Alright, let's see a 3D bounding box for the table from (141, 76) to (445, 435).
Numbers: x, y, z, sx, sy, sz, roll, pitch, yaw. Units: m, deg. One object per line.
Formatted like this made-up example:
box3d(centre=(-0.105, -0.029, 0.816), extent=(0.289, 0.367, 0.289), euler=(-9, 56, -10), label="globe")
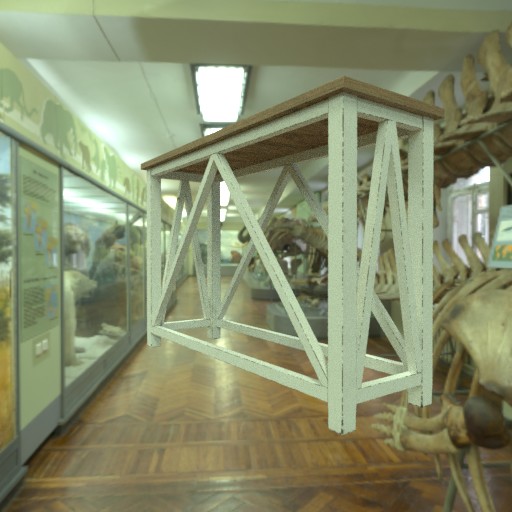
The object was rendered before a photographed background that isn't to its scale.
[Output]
box3d(centre=(0.000, 0.000, 1.827), extent=(0.450, 0.930, 1.400), euler=(0, 1, -35), label="table")
